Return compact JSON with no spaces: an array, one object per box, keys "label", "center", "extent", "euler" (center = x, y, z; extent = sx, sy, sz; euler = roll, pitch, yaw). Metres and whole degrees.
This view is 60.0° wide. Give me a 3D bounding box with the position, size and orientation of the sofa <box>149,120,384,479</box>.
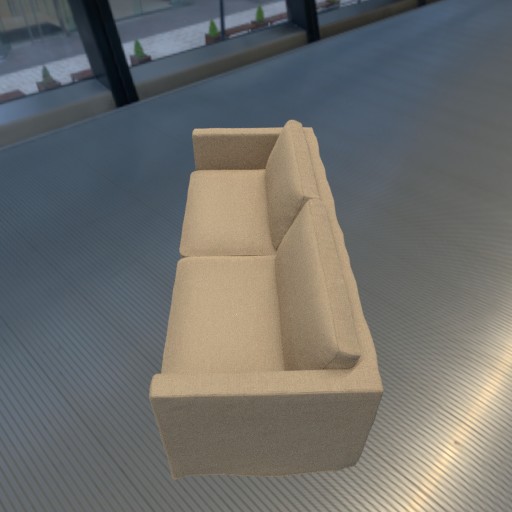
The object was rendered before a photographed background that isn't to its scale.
[{"label":"sofa","center":[0.000,0.000,2.750],"extent":[0.962,0.853,2.312],"euler":[-1,42,-1]}]
